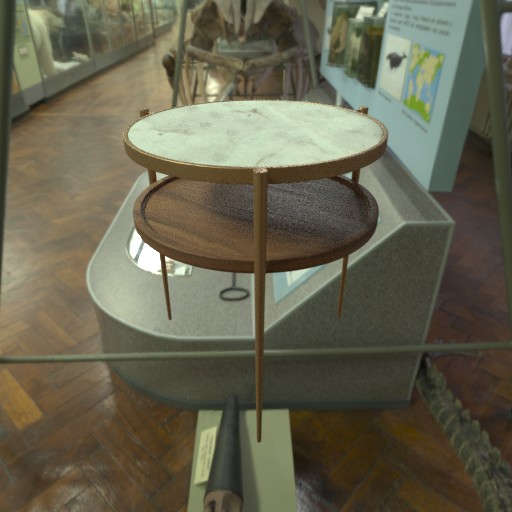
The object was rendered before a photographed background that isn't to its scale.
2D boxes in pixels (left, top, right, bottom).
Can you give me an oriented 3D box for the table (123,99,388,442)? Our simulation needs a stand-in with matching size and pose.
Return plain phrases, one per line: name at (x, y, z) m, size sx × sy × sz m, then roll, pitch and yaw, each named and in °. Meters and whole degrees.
table at (0.000, 0.000, 0.839) m, size 0.430 × 0.493 × 0.456 m, roll -1°, pitch 30°, yaw -1°
